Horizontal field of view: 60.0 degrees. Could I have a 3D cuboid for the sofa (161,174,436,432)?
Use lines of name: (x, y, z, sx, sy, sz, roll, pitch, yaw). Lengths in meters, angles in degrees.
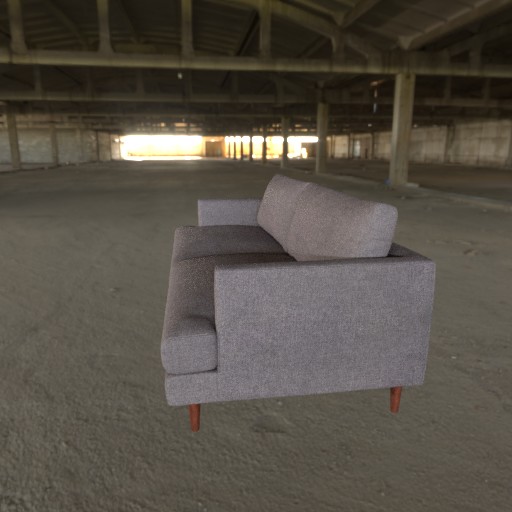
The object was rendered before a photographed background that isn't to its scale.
sofa: (0.000, 0.000, 2.678, 1.020, 0.868, 2.250, -2, 14, -9)
